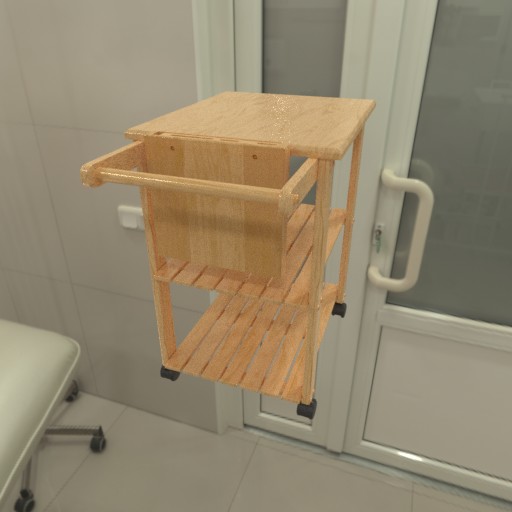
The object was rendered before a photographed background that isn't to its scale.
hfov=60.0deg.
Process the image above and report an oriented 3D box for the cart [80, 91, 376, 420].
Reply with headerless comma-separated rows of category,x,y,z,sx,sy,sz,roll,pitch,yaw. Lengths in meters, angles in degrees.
cart,0.000,0.000,1.340,0.520,0.816,0.843,10,31,17
